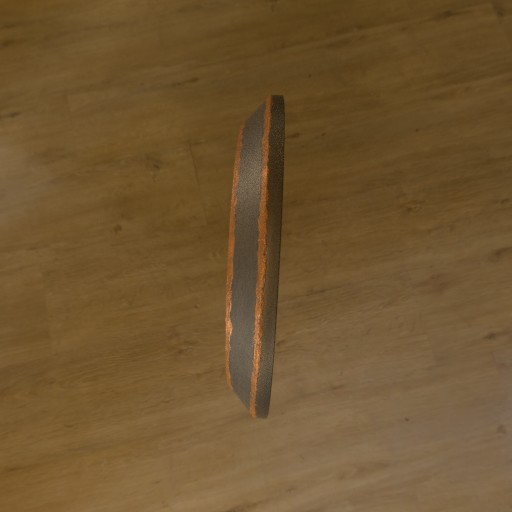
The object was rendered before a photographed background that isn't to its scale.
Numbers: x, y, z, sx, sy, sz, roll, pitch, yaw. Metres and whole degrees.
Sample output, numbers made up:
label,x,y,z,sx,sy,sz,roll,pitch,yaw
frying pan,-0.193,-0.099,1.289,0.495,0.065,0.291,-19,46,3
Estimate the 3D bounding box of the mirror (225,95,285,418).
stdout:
label,x,y,z,sx,sy,sz,roll,pitch,yaw
mirror,0.000,0.000,1.323,0.111,0.907,0.907,3,76,1
